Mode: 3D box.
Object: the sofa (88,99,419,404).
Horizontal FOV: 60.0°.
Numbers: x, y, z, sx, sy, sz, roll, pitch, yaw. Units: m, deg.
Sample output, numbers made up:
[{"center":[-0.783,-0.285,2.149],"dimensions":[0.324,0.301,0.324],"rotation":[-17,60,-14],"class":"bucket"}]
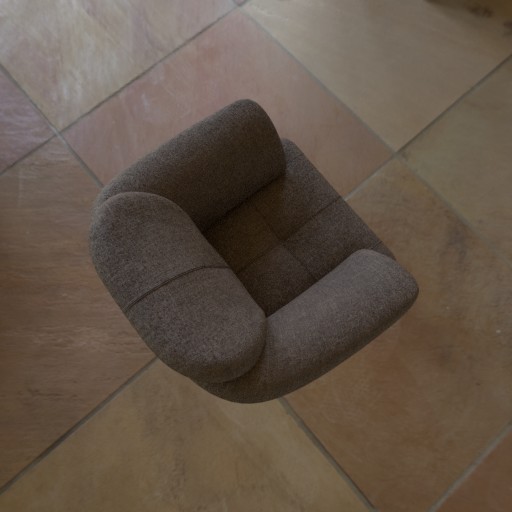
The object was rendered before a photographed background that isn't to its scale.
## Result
[{"center":[0.000,0.000,1.478],"dimensions":[0.794,0.811,0.870],"rotation":[-37,78,-9],"class":"sofa"}]
